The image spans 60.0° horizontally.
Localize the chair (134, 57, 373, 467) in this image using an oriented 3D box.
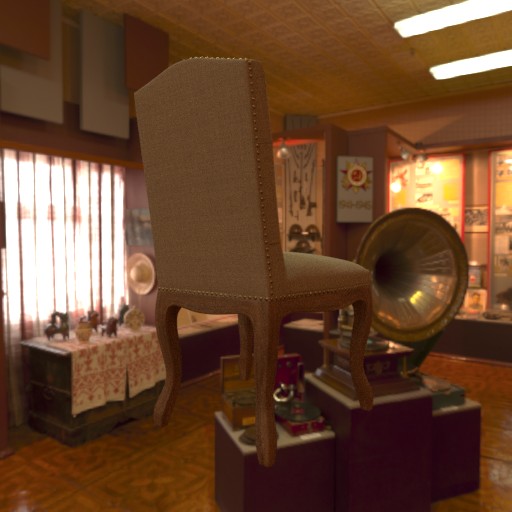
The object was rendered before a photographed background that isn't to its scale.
[{"bbox_3d":[0.000,0.000,1.611,0.637,1.191,0.731,2,3,36],"label":"chair"}]
